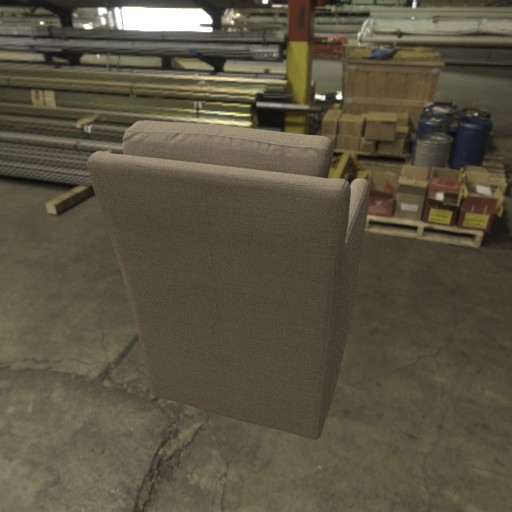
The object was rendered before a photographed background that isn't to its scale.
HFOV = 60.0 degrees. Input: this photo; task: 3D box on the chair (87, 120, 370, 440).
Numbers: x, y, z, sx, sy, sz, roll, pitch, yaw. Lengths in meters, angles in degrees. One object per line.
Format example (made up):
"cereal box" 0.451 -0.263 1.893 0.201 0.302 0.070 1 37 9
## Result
"chair" 0.000 0.000 1.395 0.626 0.914 0.694 10 33 15
